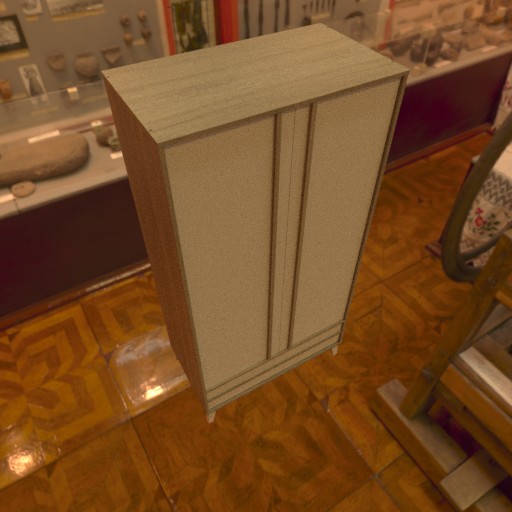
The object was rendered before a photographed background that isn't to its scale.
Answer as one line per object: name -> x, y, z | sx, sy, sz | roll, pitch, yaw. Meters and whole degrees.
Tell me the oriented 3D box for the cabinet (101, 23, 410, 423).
cabinet -> 0.000, 0.000, 2.376 | 1.006, 1.999, 0.571 | -23, 50, -20
